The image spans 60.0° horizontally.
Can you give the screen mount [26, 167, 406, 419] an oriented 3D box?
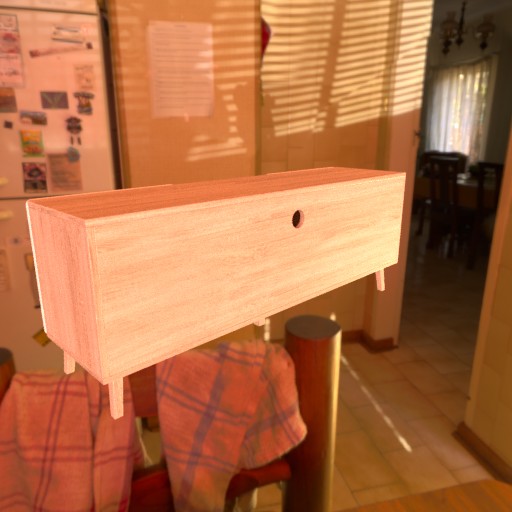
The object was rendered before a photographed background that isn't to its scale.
[{"bbox_3d":[0.000,0.000,1.736,1.500,0.570,0.420,-16,23,-42],"label":"screen mount"}]
